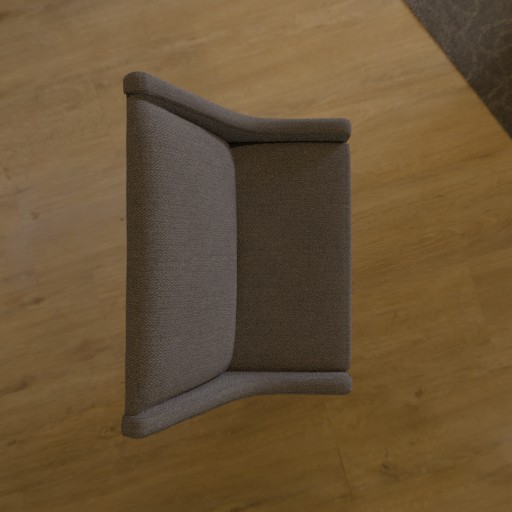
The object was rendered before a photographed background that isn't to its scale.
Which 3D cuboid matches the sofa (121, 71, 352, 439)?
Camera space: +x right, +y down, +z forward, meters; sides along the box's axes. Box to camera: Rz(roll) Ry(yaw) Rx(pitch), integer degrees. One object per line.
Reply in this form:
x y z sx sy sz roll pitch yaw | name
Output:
0.000 0.000 1.943 0.873 1.022 1.242 0 89 1 | sofa
